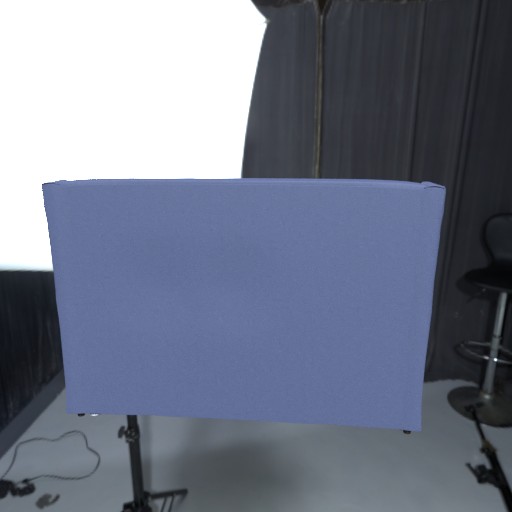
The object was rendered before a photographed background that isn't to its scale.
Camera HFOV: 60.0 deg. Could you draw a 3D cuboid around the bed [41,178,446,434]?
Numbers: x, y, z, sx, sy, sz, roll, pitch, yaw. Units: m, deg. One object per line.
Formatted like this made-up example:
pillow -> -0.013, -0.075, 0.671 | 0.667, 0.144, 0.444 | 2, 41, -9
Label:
bed -> 0.000, 0.000, 3.298 | 1.925, 1.332, 2.276 | 1, 15, 5
